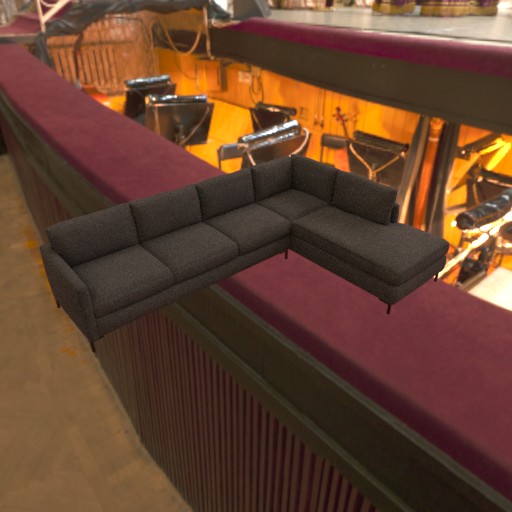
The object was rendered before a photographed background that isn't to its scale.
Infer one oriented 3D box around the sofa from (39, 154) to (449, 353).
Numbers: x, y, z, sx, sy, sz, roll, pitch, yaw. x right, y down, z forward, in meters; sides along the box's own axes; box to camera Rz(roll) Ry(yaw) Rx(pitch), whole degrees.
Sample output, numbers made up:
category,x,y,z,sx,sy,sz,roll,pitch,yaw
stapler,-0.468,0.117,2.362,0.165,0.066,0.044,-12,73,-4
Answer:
category,x,y,z,sx,sy,sz,roll,pitch,yaw
sofa,0.000,0.000,3.813,2.949,0.815,2.007,-24,39,-34
